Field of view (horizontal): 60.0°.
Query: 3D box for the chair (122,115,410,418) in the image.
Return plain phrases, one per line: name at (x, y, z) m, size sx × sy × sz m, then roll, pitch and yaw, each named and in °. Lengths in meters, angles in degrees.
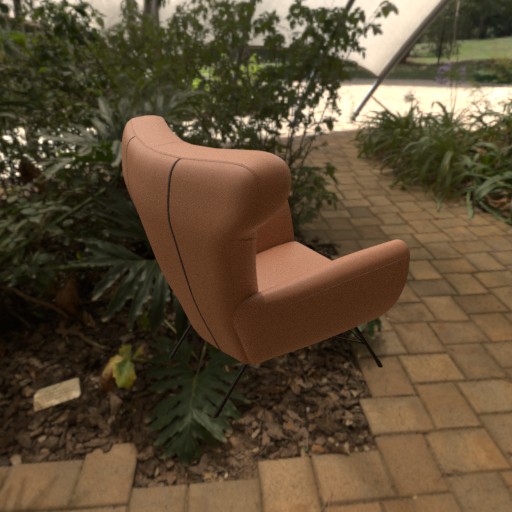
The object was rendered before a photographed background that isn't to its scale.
chair at (0.000, 0.000, 1.810) m, size 0.900 × 1.050 × 0.980 m, roll -16°, pitch 30°, yaw -30°
